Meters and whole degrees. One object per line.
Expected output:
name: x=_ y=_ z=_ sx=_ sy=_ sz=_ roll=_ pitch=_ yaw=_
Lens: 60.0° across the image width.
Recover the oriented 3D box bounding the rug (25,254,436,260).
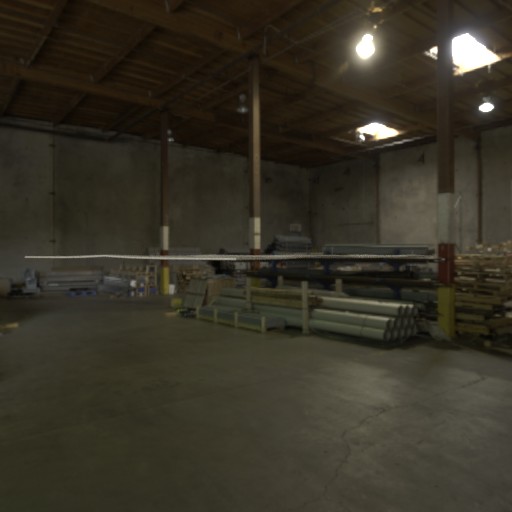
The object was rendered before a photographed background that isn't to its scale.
rug: x=0.000 y=0.000 z=4.347 sx=2.428 sy=0.027 sz=3.333 roll=0 pitch=0 yaw=39
